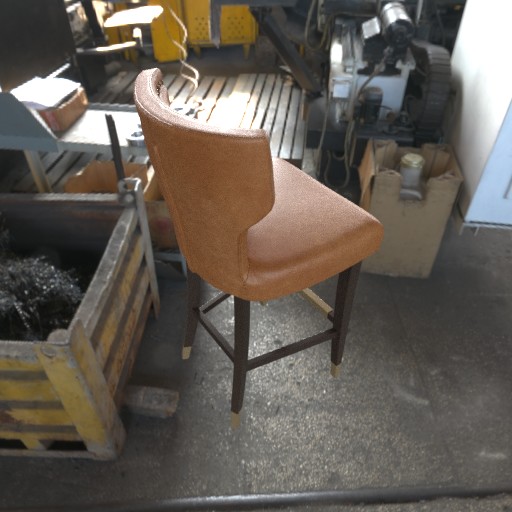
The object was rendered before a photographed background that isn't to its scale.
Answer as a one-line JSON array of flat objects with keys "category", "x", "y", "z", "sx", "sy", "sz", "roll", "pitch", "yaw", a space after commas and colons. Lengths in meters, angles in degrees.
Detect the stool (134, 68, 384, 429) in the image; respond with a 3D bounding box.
[{"category": "stool", "x": 0.000, "y": 0.000, "z": 1.402, "sx": 0.563, "sy": 1.092, "sz": 0.526, "roll": -25, "pitch": 46, "yaw": -26}]
